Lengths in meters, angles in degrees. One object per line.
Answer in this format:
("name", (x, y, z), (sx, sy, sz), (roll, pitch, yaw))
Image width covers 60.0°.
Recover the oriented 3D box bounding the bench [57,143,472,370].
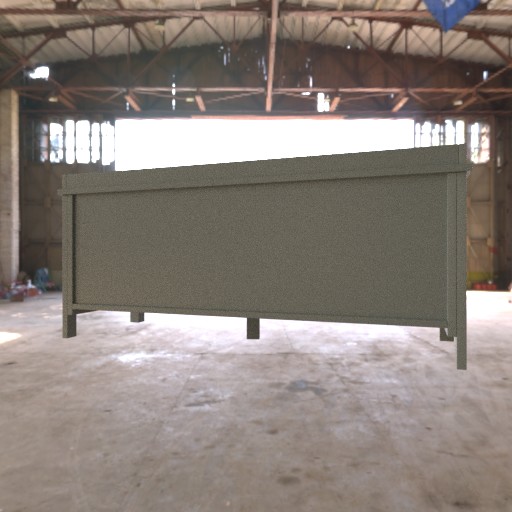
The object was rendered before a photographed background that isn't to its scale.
("bench", (0.000, 0.000, 1.342), (1.140, 0.501, 0.398), (0, 0, 20))
